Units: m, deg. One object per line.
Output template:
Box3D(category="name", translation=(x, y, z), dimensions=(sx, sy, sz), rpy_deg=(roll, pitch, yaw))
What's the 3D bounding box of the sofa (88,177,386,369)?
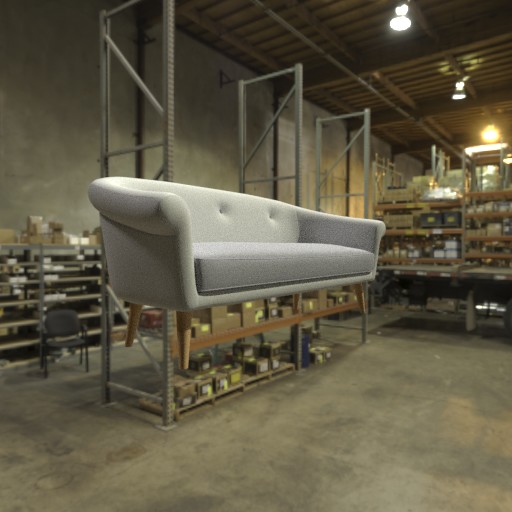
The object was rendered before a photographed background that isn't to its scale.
Box3D(category="sofa", translation=(0.000, 0.000, 2.588), dimensions=(0.827, 0.795, 2.160), rpy_deg=(1, 1, 36))
